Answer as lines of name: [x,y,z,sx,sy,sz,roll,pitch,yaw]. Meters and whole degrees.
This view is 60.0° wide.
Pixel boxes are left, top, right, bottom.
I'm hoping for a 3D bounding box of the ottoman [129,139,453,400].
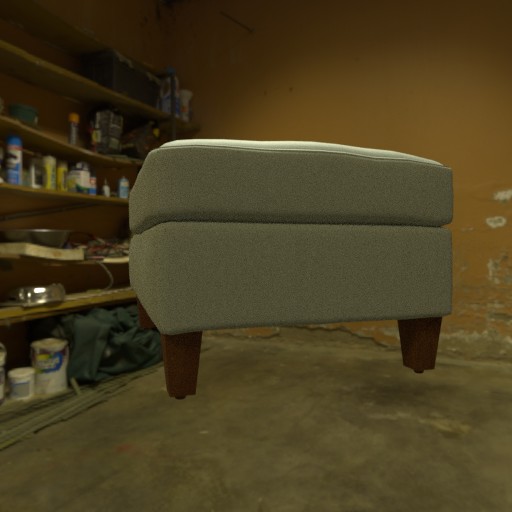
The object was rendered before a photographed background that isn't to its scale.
ottoman: [0.000,0.000,1.202,0.634,0.496,0.818,0,1,-19]
